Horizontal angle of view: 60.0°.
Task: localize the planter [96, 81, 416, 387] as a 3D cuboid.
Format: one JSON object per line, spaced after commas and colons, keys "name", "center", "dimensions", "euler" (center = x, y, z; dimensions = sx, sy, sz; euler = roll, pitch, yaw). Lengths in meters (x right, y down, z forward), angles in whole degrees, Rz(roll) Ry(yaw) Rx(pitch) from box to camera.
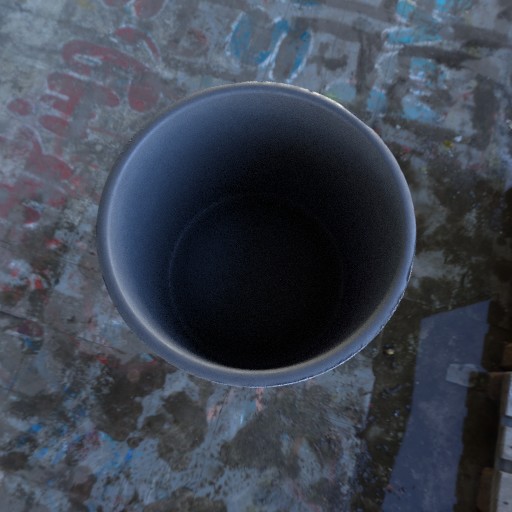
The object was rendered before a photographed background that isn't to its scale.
{"name": "planter", "center": [0.000, 0.000, 0.396], "dimensions": [0.221, 0.201, 0.221], "euler": [0, 76, 0]}
